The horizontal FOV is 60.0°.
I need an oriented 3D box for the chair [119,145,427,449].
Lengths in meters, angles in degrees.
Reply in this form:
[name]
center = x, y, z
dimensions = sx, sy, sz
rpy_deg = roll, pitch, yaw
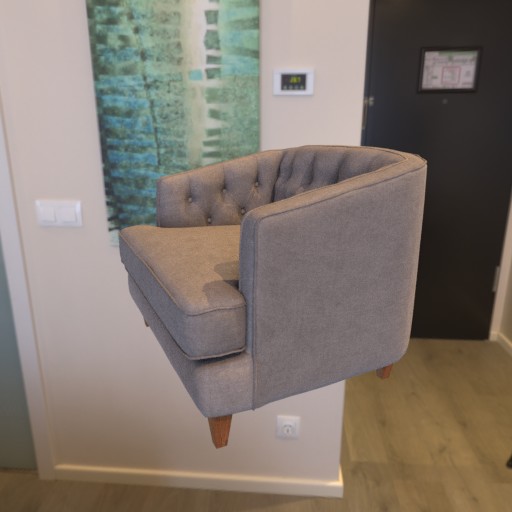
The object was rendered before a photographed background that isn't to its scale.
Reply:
[chair]
center = 0.000, 0.000, 1.788
dimensions = 0.941, 0.852, 1.104
rpy_deg = -8, 18, -25
